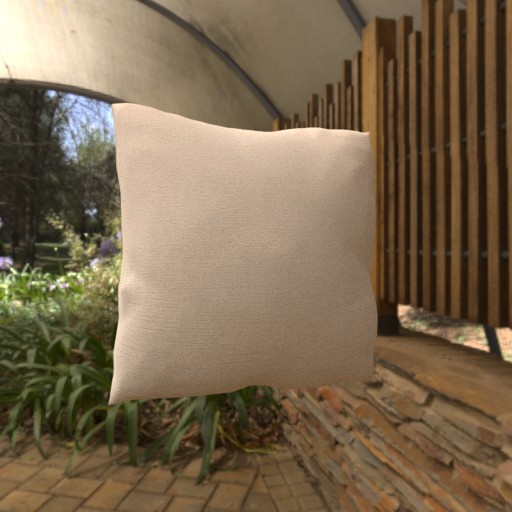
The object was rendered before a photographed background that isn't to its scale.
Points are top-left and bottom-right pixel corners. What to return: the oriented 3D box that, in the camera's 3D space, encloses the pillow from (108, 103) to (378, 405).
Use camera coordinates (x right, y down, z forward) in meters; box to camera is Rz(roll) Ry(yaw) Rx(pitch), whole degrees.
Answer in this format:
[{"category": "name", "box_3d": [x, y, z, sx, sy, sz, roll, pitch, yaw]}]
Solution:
[{"category": "pillow", "box_3d": [0.000, 0.000, 0.709, 0.450, 0.448, 0.245, 0, 0, -17]}]
